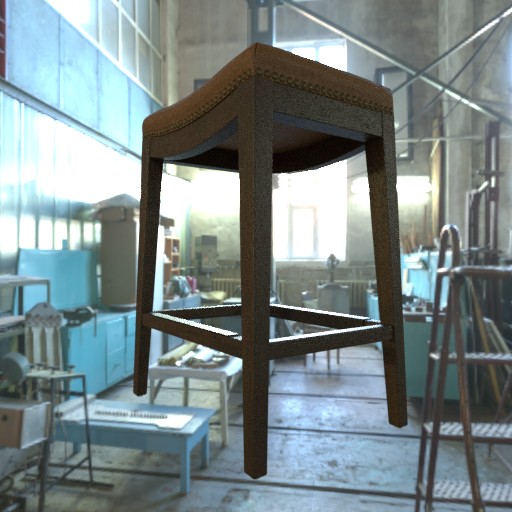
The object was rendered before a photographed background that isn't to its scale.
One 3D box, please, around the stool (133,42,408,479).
[{"bbox_3d":[0.000,0.000,0.950,0.361,0.660,0.500,0,0,-35],"label":"stool"}]
